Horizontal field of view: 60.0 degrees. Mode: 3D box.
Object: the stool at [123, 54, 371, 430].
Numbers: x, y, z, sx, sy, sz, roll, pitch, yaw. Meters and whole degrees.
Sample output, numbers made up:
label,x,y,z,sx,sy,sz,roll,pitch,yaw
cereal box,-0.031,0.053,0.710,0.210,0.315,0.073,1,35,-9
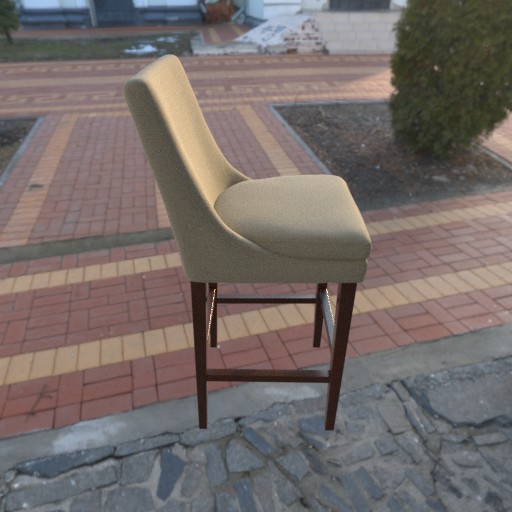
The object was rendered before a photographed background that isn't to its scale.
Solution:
label,x,y,z,sx,sy,sz,roll,pitch,yaw
stool,0.000,0.000,1.347,0.577,1.078,0.470,0,31,0
